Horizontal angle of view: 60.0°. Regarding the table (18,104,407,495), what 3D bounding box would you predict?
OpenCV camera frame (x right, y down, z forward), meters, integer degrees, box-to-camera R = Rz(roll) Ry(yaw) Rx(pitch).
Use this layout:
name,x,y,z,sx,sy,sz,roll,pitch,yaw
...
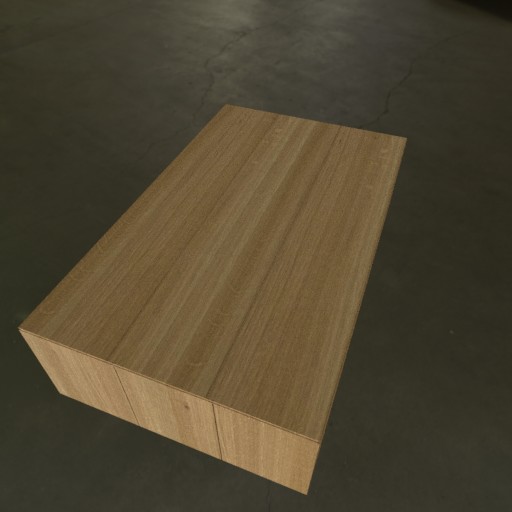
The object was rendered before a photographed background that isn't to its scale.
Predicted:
name,x,y,z,sx,sy,sz,roll,pitch,yaw
table,0.000,0.000,1.364,0.678,0.353,1.110,16,47,15
